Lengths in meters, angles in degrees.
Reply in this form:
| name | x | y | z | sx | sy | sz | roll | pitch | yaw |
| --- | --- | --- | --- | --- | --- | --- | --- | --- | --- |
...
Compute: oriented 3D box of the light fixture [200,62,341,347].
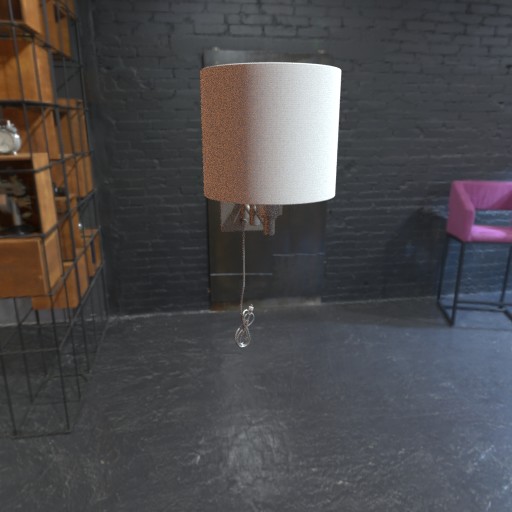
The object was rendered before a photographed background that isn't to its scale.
| name | x | y | z | sx | sy | sz | roll | pitch | yaw |
| --- | --- | --- | --- | --- | --- | --- | --- | --- | --- |
| light fixture | 0.000 | 0.000 | 0.886 | 0.203 | 0.651 | 0.516 | -2 | 17 | -7 |
